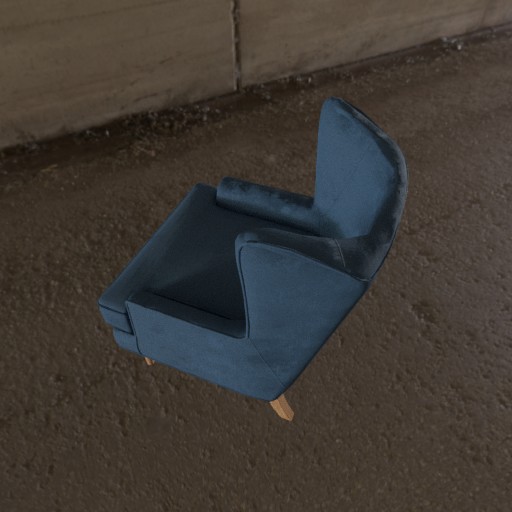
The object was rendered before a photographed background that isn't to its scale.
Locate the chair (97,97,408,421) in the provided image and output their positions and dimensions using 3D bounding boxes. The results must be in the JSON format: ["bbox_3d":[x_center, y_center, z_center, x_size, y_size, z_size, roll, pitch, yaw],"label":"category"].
[{"bbox_3d":[0.000,0.000,1.645,0.910,0.952,0.793,16,48,16],"label":"chair"}]
